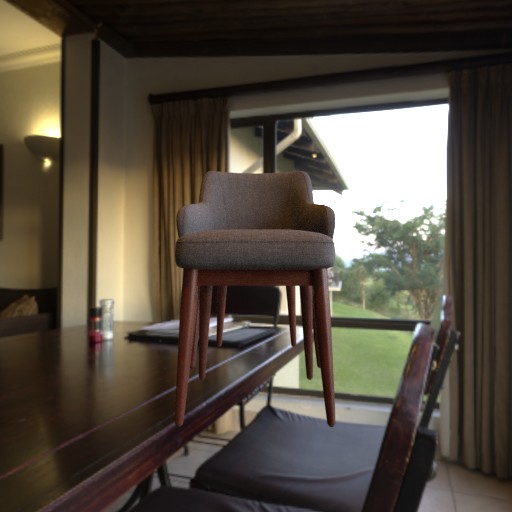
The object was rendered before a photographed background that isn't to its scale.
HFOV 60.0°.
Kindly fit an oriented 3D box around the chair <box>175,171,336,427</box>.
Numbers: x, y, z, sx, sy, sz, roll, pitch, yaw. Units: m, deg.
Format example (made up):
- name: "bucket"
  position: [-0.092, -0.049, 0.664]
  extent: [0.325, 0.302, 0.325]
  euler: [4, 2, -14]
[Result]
- name: "chair"
  position: [0.000, 0.000, 1.564]
  extent: [0.584, 0.799, 1.107]
  euler: [0, -1, 0]
